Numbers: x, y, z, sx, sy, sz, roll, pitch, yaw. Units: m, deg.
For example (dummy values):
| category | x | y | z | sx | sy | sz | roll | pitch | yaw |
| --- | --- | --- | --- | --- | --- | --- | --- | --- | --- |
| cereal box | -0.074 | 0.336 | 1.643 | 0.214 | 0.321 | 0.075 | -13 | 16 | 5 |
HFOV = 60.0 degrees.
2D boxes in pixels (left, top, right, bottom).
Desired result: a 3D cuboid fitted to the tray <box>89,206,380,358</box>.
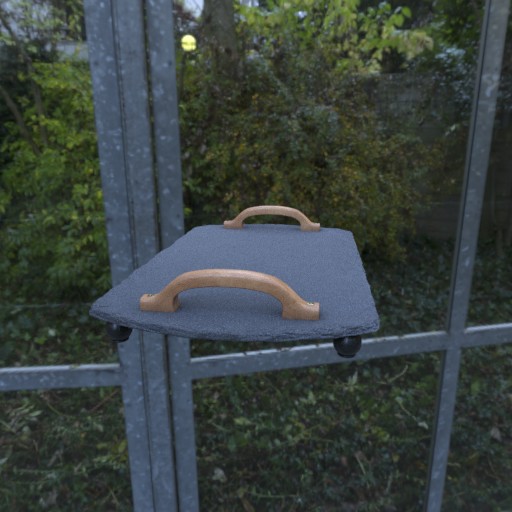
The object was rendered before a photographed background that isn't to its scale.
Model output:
| category | x | y | z | sx | sy | sz | roll | pitch | yaw |
| --- | --- | --- | --- | --- | --- | --- | --- | --- | --- |
| tray | 0.000 | 0.000 | 0.486 | 0.231 | 0.062 | 0.387 | 2 | 16 | 8 |
